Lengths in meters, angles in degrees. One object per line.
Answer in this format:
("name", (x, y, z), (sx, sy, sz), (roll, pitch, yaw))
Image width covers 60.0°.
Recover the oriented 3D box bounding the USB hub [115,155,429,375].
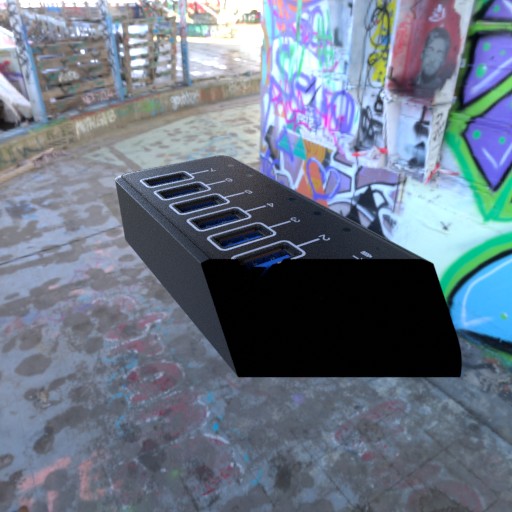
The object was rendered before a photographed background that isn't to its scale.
("USB hub", (0.000, 0.000, 0.124), (0.044, 0.023, 0.110), (-18, 35, -28))
